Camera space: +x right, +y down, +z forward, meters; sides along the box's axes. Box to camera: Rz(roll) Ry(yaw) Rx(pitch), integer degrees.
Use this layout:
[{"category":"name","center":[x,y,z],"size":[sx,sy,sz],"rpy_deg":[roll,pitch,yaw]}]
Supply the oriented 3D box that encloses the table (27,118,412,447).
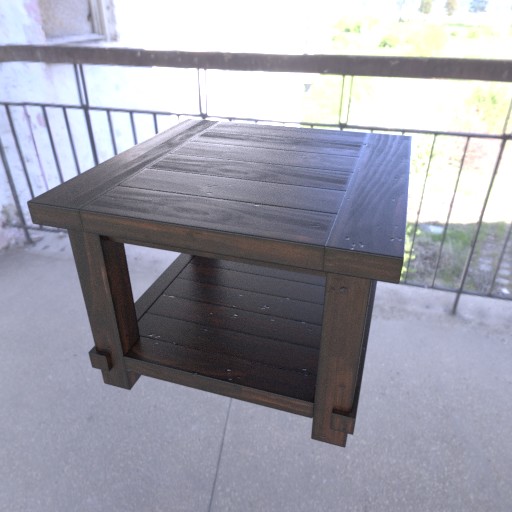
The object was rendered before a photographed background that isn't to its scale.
[{"category":"table","center":[0.000,0.000,1.003],"size":[0.593,0.437,0.606],"rpy_deg":[9,32,15]}]
